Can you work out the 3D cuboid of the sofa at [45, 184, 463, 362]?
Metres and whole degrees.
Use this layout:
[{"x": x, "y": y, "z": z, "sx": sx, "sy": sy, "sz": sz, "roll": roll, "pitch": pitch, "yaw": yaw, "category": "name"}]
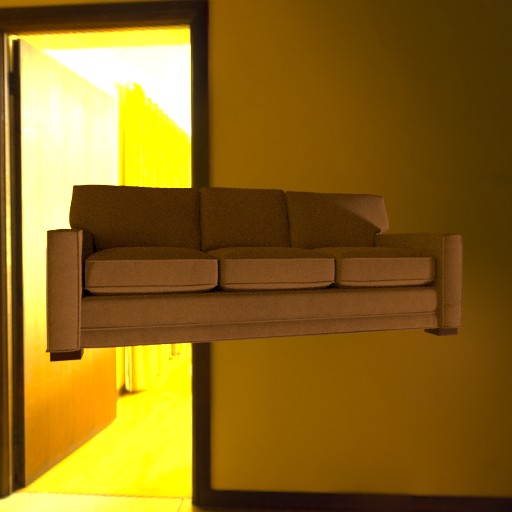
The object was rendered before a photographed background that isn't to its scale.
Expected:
[{"x": 0.000, "y": 0.000, "z": 2.561, "sx": 2.093, "sy": 0.862, "sz": 0.936, "roll": 0, "pitch": 1, "yaw": -16, "category": "sofa"}]
